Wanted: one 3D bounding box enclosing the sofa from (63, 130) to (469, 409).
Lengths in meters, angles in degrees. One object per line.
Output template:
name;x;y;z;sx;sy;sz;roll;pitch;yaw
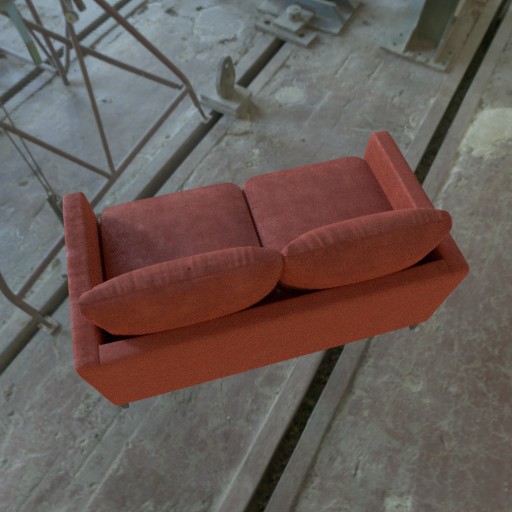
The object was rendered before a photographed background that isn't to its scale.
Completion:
sofa;0.000;0.000;2.061;1.574;0.896;0.864;-14;61;-8
